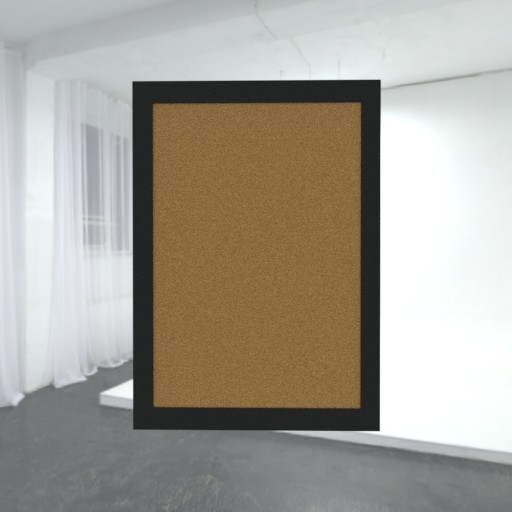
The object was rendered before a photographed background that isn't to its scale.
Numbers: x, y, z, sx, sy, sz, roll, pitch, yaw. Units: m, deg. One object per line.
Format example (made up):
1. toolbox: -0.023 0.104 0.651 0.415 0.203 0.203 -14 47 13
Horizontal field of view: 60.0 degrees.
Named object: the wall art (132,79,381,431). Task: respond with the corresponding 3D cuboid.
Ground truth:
1. wall art: 0.000 0.000 0.674 0.374 0.529 0.012 0 0 1
